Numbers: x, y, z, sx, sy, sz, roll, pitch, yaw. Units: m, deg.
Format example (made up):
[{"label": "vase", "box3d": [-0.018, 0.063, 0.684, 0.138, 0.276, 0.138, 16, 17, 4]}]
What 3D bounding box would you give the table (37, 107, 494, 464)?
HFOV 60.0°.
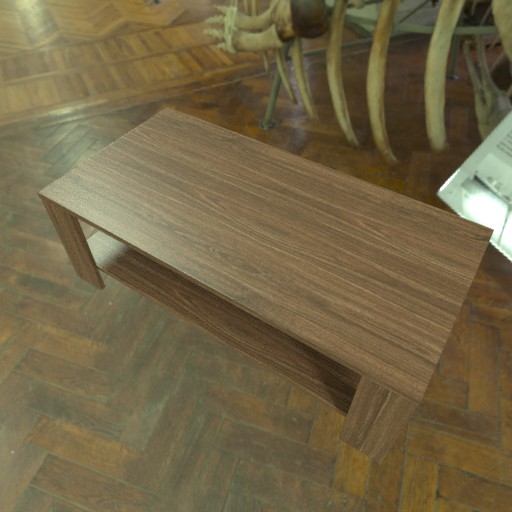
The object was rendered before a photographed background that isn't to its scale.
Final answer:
[{"label": "table", "box3d": [0.000, 0.000, 1.440, 1.200, 0.400, 0.600, 26, 53, 22]}]
